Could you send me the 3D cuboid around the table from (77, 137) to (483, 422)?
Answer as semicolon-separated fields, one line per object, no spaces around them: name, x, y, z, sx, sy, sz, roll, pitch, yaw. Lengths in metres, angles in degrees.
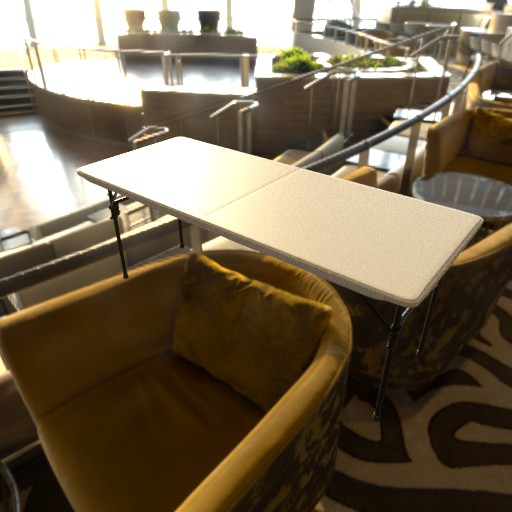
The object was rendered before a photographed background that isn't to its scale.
table;0.000;0.000;2.251;1.829;0.719;0.761;23;38;32
